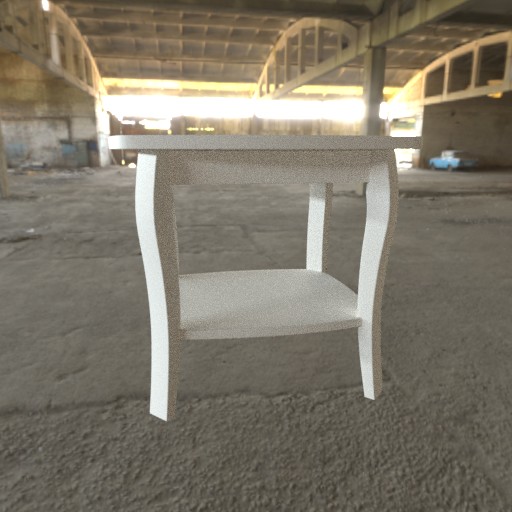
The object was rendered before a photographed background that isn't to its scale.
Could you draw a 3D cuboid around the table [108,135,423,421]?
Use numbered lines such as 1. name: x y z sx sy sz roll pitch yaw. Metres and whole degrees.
1. table: 0.000 0.000 0.852 0.502 0.438 0.451 -2 14 -10
